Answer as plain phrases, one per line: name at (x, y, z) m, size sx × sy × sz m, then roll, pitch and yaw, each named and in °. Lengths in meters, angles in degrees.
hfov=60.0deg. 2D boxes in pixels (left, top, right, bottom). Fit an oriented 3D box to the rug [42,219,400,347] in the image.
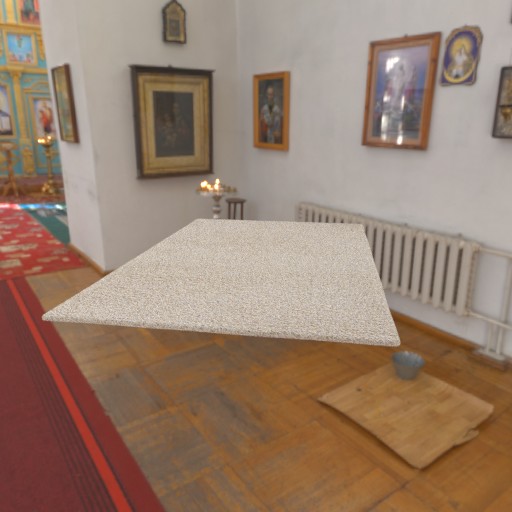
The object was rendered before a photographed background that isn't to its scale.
rug at (0.000, 0.000, 3.425) m, size 1.778 × 0.030 × 2.743 m, roll 3°, pitch 16°, yaw 9°
